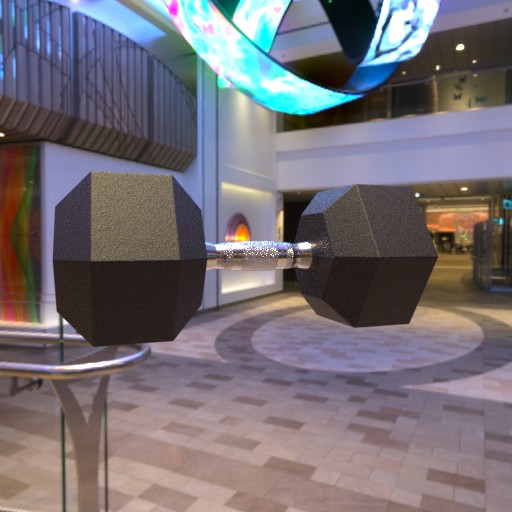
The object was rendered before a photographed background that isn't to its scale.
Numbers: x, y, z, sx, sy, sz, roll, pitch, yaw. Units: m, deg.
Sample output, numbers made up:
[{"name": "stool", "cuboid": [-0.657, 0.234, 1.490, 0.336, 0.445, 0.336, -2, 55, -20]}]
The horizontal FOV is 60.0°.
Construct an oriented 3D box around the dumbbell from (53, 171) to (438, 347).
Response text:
[{"name": "dumbbell", "cuboid": [0.000, 0.000, 0.470, 0.384, 0.150, 0.173, -1, 2, -19]}]
